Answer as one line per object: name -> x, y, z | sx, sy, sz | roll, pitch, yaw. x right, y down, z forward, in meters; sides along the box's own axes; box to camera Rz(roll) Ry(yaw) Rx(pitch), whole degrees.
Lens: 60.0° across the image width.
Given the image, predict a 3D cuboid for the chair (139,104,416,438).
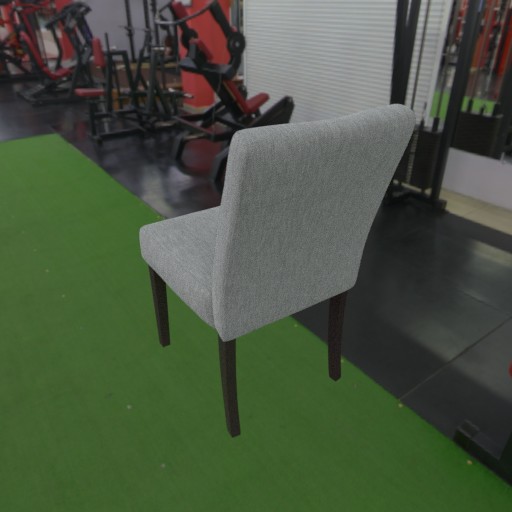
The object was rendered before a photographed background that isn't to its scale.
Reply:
chair -> 0.000, 0.000, 1.275 | 0.487, 0.884, 0.629 | -18, 35, -29
